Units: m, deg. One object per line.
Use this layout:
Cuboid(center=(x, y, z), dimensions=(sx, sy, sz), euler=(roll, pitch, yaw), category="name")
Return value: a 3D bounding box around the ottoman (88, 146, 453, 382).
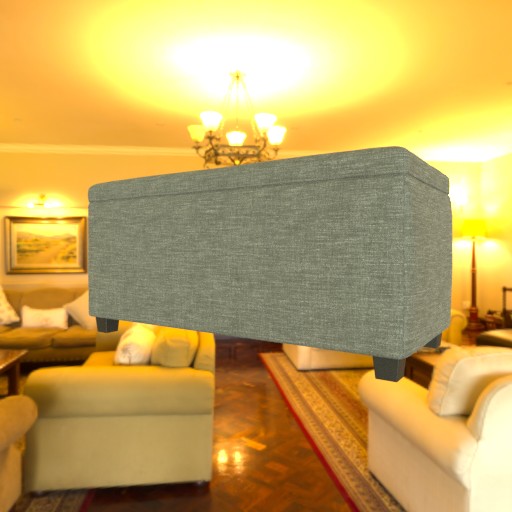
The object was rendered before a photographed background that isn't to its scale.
Cuboid(center=(0.000, 0.000, 1.161), dimensions=(0.902, 0.432, 0.419), euler=(1, 1, 34), category="ottoman")
